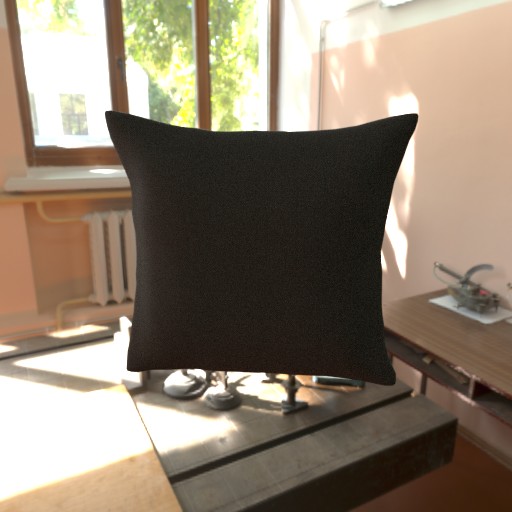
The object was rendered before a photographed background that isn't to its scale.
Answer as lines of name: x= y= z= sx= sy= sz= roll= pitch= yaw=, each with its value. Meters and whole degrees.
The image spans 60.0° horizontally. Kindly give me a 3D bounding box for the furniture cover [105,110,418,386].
furniture cover: x=0.000 y=0.000 z=0.793 sx=0.525 sy=0.498 sz=0.180 roll=2 pitch=16 yaw=7
